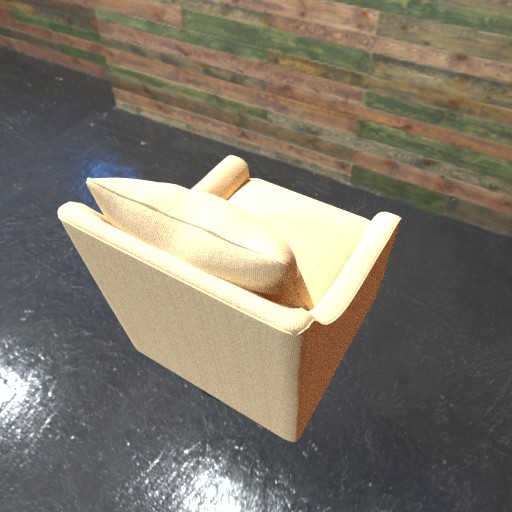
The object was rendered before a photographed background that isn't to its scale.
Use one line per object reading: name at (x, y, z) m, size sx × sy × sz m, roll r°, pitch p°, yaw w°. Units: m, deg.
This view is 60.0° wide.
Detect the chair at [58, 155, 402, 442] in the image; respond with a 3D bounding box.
chair at (0.000, 0.000, 1.552) m, size 0.760 × 0.927 × 0.876 m, roll 24°, pitch 51°, yaw 21°
